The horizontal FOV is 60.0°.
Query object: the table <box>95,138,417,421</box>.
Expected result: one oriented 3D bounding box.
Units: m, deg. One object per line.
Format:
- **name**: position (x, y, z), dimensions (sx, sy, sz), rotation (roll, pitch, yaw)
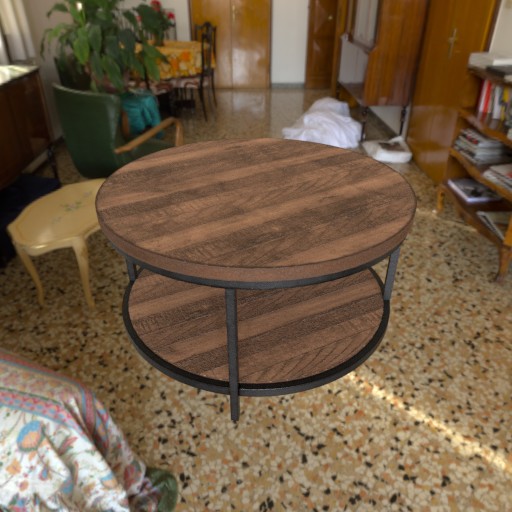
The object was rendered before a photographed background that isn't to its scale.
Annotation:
- **table**: position (0.000, 0.000, 1.327), dimensions (0.837, 0.462, 0.837), rotation (0, 32, 0)
